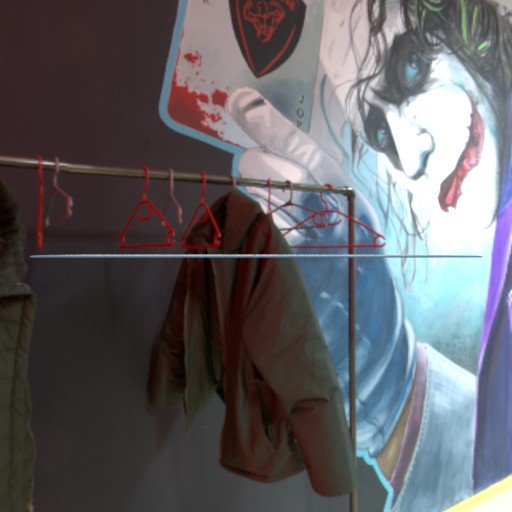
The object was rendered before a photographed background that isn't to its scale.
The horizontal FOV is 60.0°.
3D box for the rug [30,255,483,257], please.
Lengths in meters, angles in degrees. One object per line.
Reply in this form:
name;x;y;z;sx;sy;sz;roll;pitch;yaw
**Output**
rug;0.000;0.000;2.475;2.196;0.011;0.662;0;0;0
